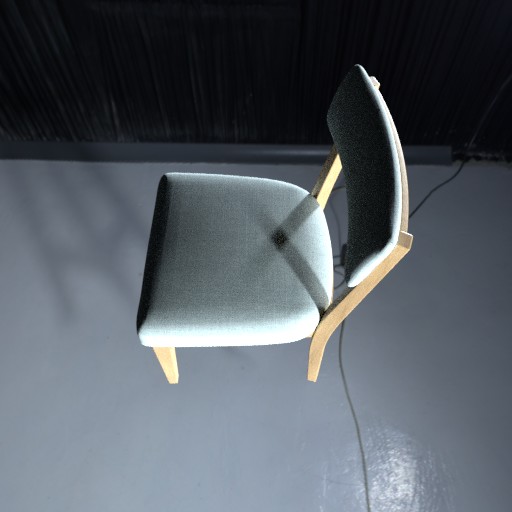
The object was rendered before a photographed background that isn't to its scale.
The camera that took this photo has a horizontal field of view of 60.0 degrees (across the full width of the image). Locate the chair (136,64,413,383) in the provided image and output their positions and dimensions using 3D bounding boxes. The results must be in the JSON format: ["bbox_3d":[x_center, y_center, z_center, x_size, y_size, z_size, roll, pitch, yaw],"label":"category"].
[{"bbox_3d":[0.000,0.000,1.192,0.572,0.832,0.508,0,58,0],"label":"chair"}]
